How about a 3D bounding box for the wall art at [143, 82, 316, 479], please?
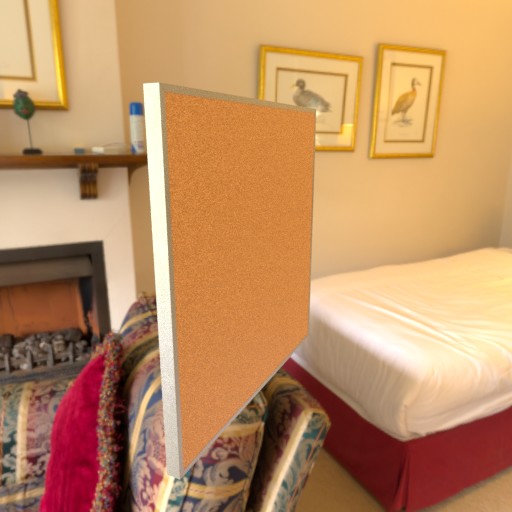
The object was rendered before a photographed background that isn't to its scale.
[{"bbox_3d":[0.000,0.000,1.214,0.038,0.807,0.809,7,17,26],"label":"wall art"}]
